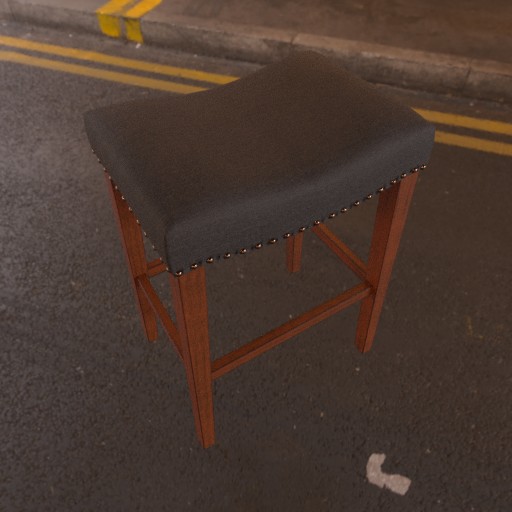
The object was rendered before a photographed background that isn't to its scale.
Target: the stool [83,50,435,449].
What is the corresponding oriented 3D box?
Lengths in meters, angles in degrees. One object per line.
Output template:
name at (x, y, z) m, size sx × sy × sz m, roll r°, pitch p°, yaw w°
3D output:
stool at (0.000, 0.000, 0.837) m, size 0.439 × 0.612 × 0.320 m, roll -24°, pitch 52°, yaw -21°
